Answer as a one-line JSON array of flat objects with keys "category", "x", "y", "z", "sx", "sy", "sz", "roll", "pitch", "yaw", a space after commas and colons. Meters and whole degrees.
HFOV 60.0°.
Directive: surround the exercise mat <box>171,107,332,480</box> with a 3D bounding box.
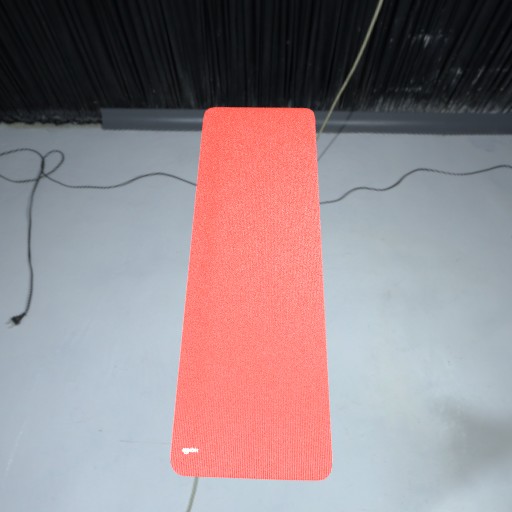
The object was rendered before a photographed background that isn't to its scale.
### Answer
[{"category": "exercise mat", "x": 0.000, "y": 0.000, "z": 2.077, "sx": 0.616, "sy": 0.021, "sz": 1.869, "roll": 1, "pitch": 63, "yaw": 1}]
